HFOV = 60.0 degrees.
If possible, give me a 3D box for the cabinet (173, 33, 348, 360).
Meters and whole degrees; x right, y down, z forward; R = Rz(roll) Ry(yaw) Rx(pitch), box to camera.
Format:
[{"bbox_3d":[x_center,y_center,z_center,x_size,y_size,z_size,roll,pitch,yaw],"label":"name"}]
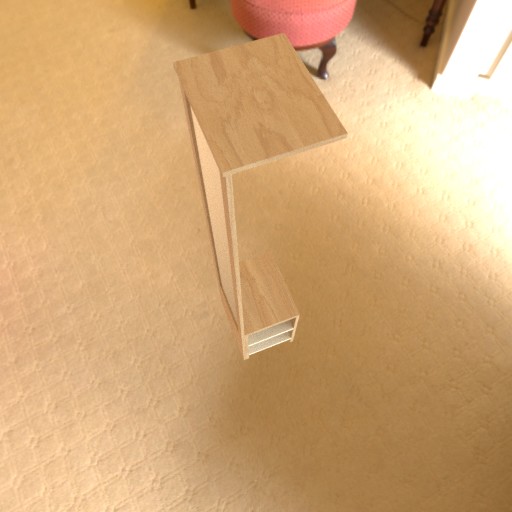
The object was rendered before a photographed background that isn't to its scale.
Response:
[{"bbox_3d":[0.000,0.000,2.014,0.338,1.879,0.411,-19,65,-10],"label":"cabinet"}]
